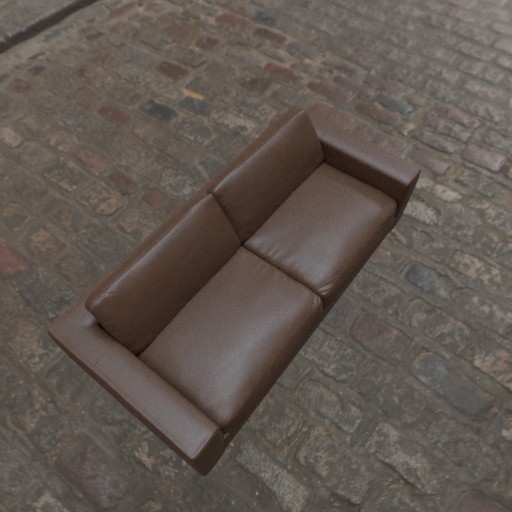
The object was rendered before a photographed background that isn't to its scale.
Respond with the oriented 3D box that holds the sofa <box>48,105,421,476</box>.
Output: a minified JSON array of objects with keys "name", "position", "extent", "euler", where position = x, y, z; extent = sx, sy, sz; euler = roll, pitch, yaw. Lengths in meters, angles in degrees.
[{"name":"sofa","position":[0.000,0.000,2.754],"extent":[1.070,0.801,2.262],"euler":[33,63,19]}]
